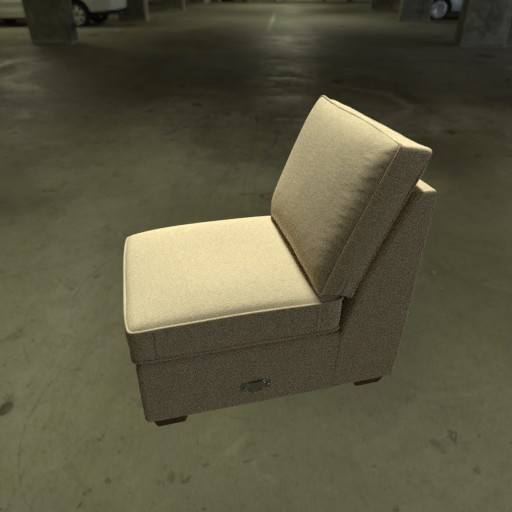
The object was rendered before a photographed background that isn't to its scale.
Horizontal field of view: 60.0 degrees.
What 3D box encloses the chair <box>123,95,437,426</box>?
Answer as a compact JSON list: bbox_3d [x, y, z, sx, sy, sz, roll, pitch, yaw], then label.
[{"bbox_3d":[0.000,0.000,1.596,0.938,0.970,0.621,-8,33,-12],"label":"chair"}]
